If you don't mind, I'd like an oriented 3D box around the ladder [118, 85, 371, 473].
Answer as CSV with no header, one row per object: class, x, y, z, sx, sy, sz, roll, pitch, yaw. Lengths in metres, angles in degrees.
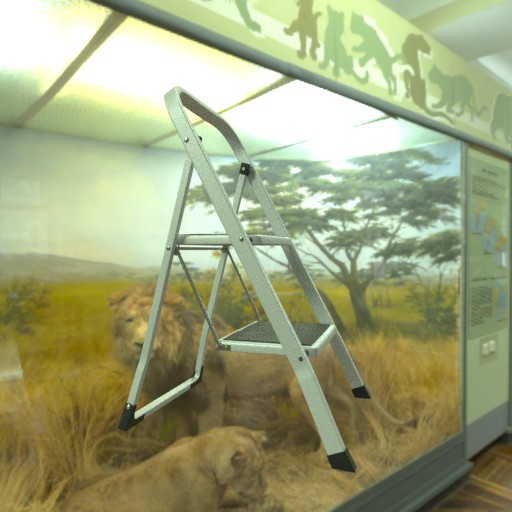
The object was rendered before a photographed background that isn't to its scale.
ladder,0.000,0.000,1.132,0.544,0.810,0.460,0,1,18
